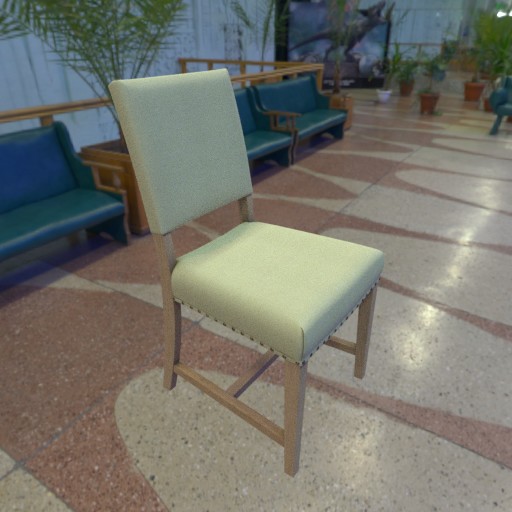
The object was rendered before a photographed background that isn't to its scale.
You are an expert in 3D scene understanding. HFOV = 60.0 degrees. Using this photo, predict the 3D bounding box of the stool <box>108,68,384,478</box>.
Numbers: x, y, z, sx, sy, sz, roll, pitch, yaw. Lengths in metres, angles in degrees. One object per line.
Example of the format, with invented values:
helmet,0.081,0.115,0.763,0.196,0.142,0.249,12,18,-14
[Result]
stool,0.000,0.000,1.326,0.623,0.986,0.508,18,32,31
